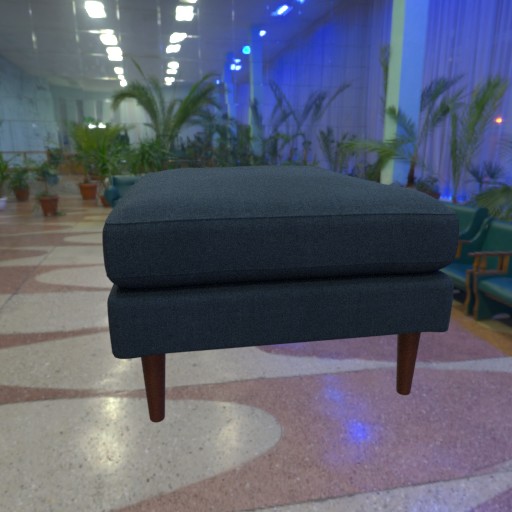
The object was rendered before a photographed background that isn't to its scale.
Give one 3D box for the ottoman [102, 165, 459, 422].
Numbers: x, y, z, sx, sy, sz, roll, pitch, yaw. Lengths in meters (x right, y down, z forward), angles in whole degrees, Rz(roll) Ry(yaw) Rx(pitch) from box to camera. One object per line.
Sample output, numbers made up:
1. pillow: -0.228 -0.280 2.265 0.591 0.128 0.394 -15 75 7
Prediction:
1. ottoman: 0.000 0.000 1.235 0.693 0.474 0.821 -3 15 -10
